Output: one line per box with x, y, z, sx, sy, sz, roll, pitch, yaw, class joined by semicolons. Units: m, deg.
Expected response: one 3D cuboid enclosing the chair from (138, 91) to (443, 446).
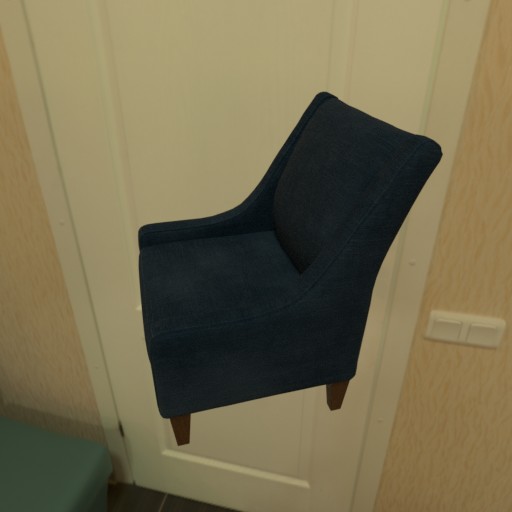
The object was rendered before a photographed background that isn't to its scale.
0.000;0.000;1.653;0.870;1.014;0.774;-8;31;-13;chair
